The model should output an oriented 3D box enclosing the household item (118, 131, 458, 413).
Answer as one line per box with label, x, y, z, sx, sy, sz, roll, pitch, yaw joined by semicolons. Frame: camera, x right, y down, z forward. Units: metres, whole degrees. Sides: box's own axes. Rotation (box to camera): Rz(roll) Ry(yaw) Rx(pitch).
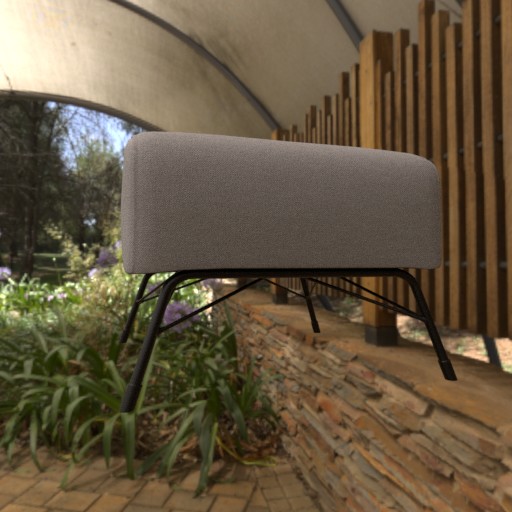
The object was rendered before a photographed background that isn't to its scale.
household item;0.000;0.000;0.898;0.530;0.410;0.530;0;-1;-17
